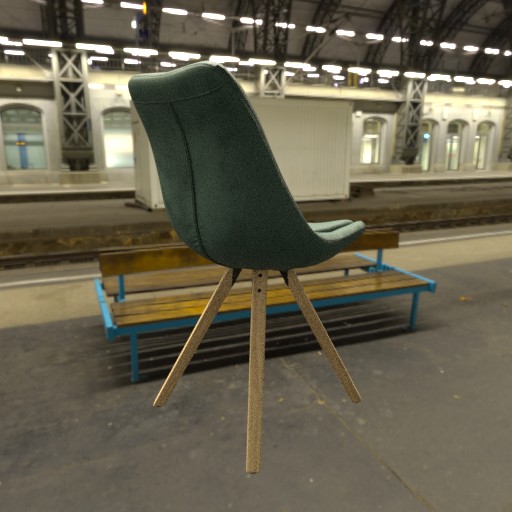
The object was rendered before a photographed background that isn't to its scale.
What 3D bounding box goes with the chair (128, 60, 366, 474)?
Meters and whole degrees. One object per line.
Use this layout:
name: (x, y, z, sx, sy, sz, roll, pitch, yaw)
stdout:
chair: (0.000, 0.000, 1.169, 0.483, 0.865, 0.547, 13, 19, 43)
